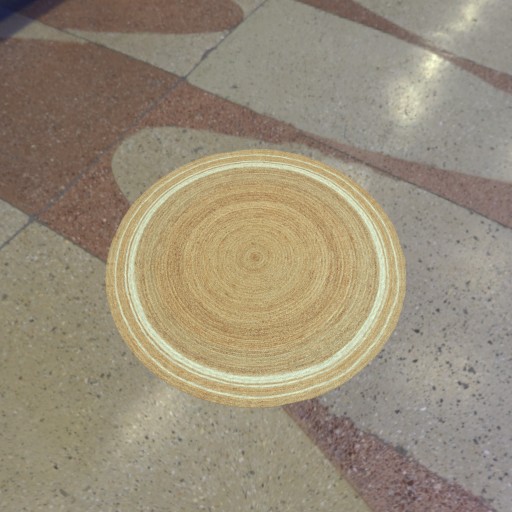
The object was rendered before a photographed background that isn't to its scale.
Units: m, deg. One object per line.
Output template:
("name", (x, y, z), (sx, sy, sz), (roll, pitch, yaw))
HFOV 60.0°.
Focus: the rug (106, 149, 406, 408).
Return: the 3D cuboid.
("rug", (0.000, 0.000, 3.669), (2.444, 0.015, 2.444), (0, 58, 0))
